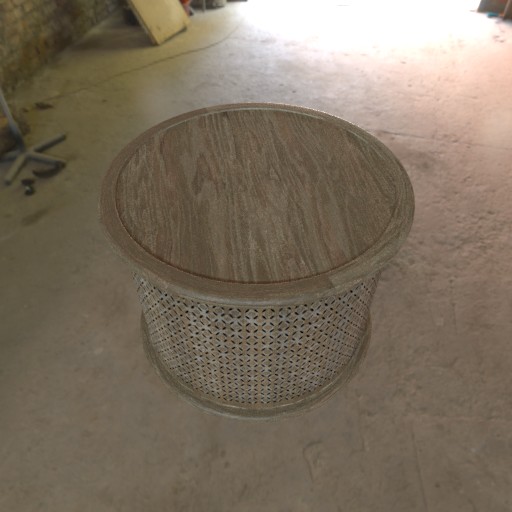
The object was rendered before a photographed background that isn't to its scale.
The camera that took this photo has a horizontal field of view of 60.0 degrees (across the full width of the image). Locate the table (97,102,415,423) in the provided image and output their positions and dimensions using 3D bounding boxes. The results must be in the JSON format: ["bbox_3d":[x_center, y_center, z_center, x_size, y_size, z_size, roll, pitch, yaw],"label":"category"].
[{"bbox_3d":[0.000,0.000,1.027,0.607,0.450,0.607,0,47,0],"label":"table"}]
